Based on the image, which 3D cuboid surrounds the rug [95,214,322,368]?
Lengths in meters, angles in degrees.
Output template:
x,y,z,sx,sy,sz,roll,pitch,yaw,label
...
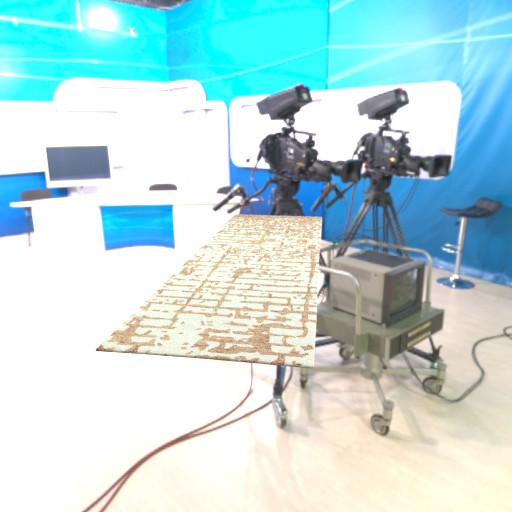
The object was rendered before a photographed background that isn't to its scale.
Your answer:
x,y,z,sx,sy,sz,roll,pitch,yaw,label
0.000,0.000,2.626,0.750,0.011,2.435,3,17,8,rug
